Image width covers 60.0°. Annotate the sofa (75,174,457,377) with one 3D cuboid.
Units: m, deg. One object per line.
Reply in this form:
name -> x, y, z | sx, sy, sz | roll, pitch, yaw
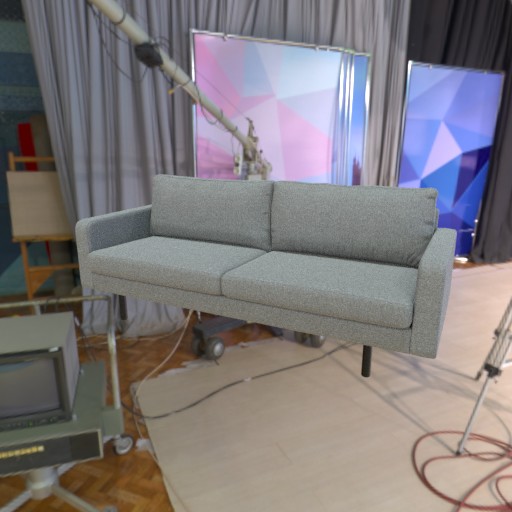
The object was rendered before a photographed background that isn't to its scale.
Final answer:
sofa -> 0.000, 0.000, 2.738 | 2.200, 0.880, 0.880 | 8, 17, 25
